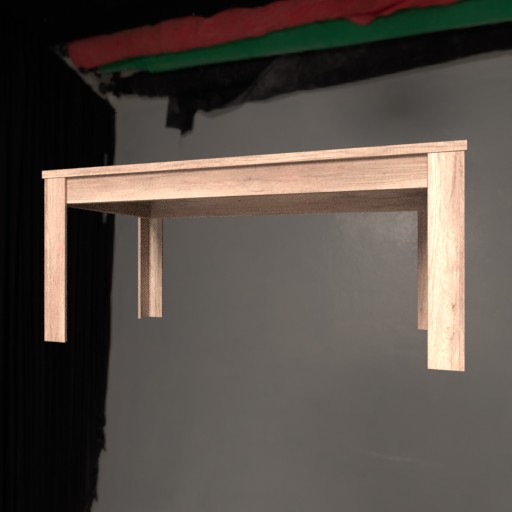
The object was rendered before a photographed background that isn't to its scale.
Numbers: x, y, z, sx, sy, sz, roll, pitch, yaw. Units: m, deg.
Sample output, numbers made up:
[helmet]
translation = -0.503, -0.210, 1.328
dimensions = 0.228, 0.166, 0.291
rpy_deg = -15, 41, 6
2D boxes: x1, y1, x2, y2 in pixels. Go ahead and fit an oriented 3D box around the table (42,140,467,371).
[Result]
[table]
translation = 0.000, 0.000, 2.213
dimensions = 1.800, 0.790, 0.900
rpy_deg = 0, 0, 18
